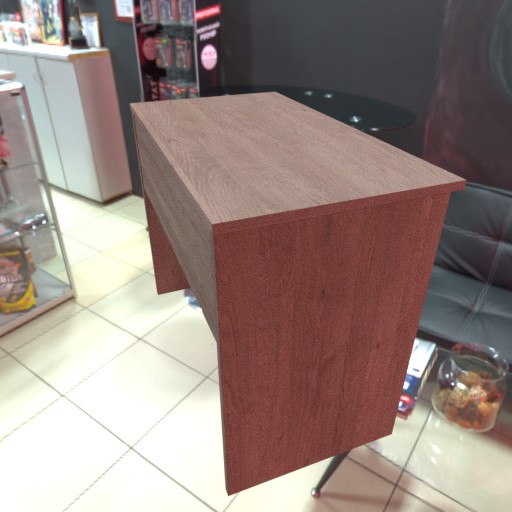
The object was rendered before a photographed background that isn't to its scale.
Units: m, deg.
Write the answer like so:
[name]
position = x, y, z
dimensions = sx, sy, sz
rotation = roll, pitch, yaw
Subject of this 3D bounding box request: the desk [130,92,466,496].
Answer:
[desk]
position = 0.000, 0.000, 1.296
dimensions = 0.498, 0.724, 0.893
rotation = -12, 33, -18
